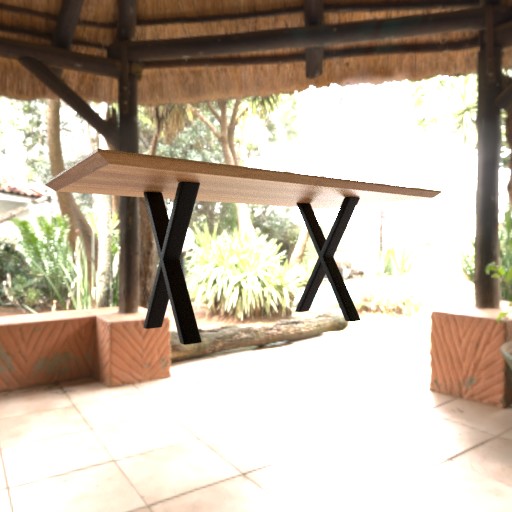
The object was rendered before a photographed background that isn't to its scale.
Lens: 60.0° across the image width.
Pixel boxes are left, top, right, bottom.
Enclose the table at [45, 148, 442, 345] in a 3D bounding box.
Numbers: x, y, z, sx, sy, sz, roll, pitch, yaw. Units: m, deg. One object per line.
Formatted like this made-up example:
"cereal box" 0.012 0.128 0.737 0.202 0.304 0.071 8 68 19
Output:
"table" 0.000 0.000 2.489 2.000 0.770 1.000 -1 1 -35
